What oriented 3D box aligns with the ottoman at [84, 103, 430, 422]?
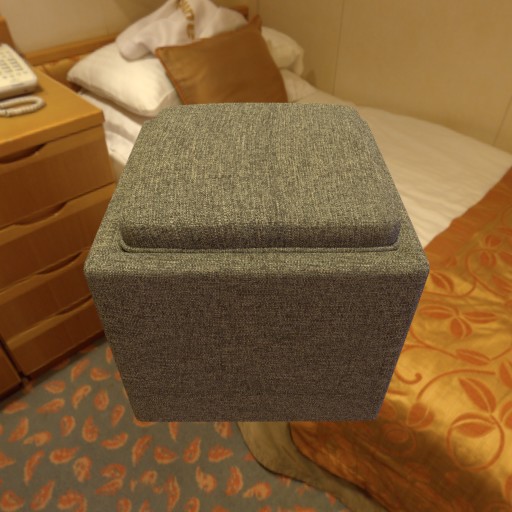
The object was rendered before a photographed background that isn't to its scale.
[{"bbox_3d":[0.000,0.000,0.838,0.450,0.460,0.450,0,42,0],"label":"ottoman"}]
